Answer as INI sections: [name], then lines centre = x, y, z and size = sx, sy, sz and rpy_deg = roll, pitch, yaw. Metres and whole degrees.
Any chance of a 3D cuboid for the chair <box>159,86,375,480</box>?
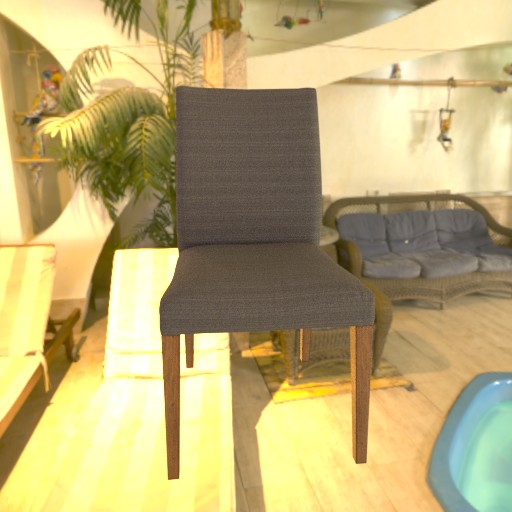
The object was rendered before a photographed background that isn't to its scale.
[chair]
centre = 0.000, 0.000, 1.247
size = 0.496, 0.940, 0.585
rpy_deg = -2, 16, -6
